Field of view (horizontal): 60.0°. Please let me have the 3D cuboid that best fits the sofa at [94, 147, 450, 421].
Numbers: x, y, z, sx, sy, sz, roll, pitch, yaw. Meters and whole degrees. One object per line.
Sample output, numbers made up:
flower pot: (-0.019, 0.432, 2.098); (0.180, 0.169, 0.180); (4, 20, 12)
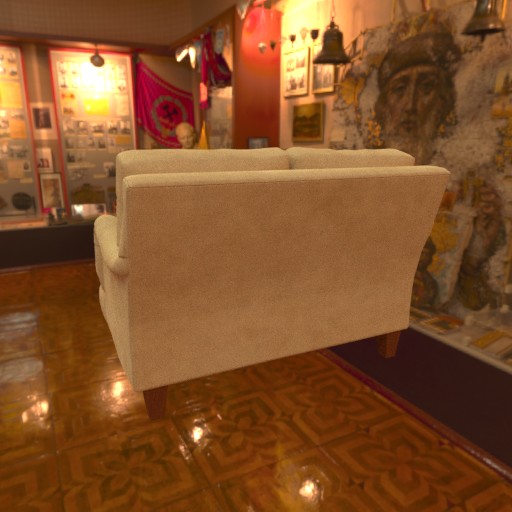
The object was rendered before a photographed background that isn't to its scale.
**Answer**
sofa: (0.000, 0.000, 2.269); (1.498, 1.087, 1.086); (-7, 16, -25)
